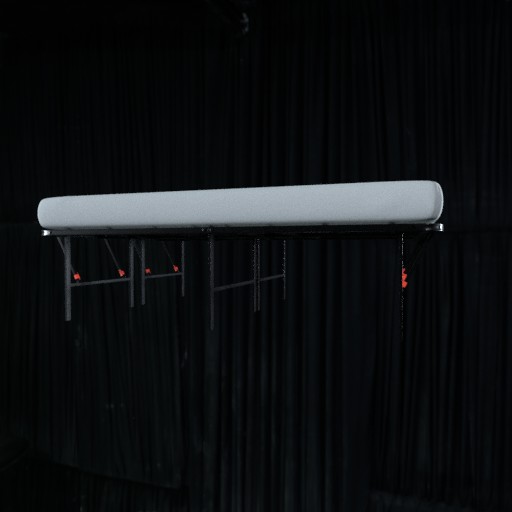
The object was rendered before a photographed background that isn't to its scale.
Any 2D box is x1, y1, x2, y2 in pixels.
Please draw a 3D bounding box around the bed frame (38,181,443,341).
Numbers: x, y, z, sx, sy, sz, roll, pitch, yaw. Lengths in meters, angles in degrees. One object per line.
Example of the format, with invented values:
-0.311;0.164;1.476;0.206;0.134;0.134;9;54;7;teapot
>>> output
0.000;0.000;2.569;1.905;0.637;1.372;0;1;18;bed frame
